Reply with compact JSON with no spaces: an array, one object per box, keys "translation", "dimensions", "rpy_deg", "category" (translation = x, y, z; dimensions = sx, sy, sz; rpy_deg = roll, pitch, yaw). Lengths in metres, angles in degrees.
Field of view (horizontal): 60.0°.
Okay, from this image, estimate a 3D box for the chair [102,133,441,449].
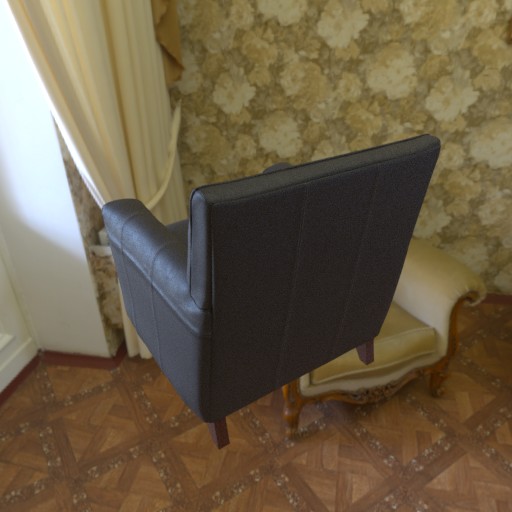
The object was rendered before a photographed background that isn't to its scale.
[{"translation":[0.000,0.000,1.640],"dimensions":[0.870,0.943,0.825],"rpy_deg":[-19,35,-29],"category":"chair"}]
